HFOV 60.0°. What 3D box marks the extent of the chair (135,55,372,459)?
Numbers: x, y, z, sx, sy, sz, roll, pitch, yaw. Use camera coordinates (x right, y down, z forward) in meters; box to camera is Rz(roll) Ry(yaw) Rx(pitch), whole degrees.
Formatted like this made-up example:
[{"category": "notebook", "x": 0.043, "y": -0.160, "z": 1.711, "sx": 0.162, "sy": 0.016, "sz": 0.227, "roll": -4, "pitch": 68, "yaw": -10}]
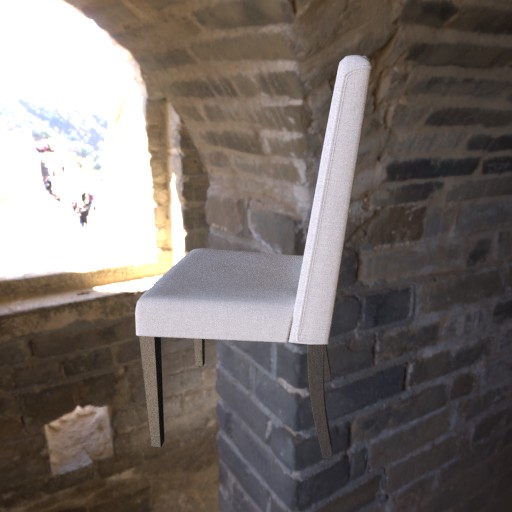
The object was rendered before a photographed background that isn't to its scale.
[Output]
[{"category": "chair", "x": 0.000, "y": 0.000, "z": 1.224, "sx": 0.523, "sy": 0.961, "sz": 0.474, "roll": 2, "pitch": 16, "yaw": 8}]
